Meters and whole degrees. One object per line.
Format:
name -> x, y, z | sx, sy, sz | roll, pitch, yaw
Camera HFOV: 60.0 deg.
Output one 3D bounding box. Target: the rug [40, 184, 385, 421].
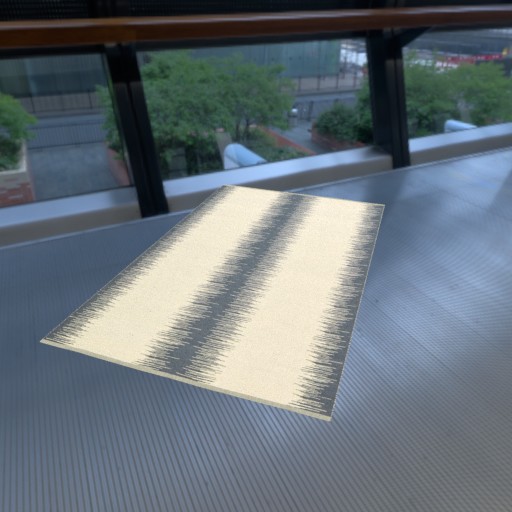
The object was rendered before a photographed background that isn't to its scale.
rug -> 0.000, 0.000, 3.075 | 1.519, 0.003, 2.453 | 10, 31, 17
